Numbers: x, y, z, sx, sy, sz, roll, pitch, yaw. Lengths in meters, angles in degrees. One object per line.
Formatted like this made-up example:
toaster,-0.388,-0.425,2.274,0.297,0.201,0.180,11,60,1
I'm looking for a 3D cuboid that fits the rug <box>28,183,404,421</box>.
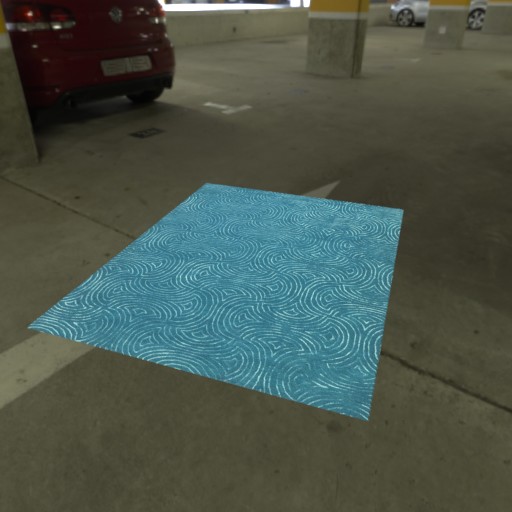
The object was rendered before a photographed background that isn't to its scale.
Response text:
rug,0.000,0.000,4.088,2.432,0.012,3.033,10,32,17
